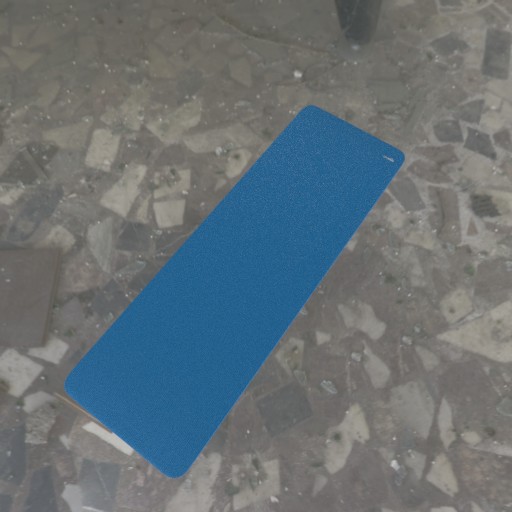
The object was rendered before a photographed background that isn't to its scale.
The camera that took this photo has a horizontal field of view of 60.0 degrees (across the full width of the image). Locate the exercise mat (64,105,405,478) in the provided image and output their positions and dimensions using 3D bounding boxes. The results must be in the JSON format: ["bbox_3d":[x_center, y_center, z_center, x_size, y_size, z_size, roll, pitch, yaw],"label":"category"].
[{"bbox_3d":[0.000,0.000,2.034,0.616,0.021,1.869,33,68,15],"label":"exercise mat"}]
